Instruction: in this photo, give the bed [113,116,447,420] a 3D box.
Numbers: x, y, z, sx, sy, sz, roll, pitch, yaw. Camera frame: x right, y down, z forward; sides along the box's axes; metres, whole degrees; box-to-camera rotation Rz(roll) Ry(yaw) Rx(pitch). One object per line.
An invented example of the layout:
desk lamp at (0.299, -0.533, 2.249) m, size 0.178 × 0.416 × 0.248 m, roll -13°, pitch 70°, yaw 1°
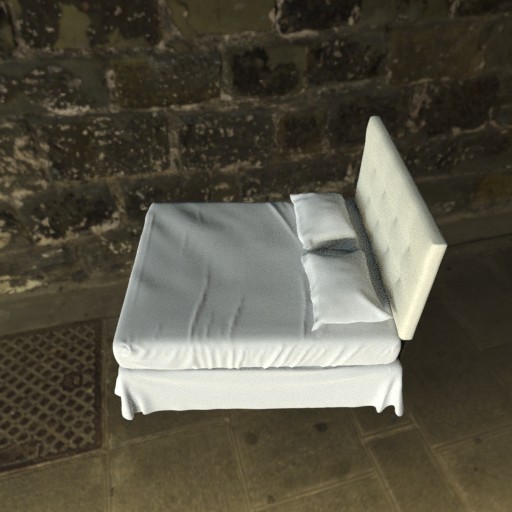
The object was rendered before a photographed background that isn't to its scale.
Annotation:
bed at (0.000, 0.000, 3.494) m, size 2.222 × 1.577 × 1.936 m, roll -1°, pitch 42°, yaw -1°
